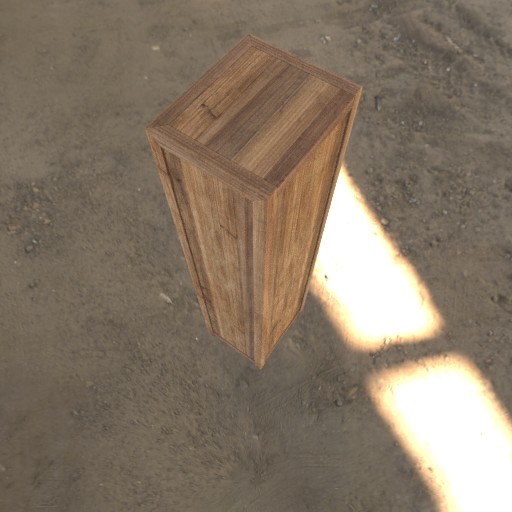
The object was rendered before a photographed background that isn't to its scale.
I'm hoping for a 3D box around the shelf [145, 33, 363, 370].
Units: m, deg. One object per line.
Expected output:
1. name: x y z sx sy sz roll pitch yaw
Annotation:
1. shelf: 0.000 0.000 2.127 0.428 1.900 0.500 32 67 15
